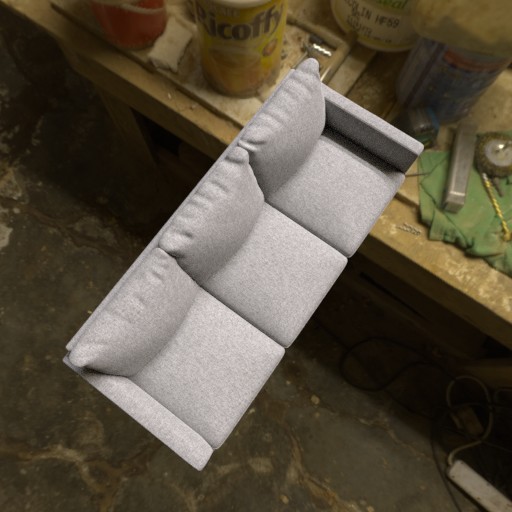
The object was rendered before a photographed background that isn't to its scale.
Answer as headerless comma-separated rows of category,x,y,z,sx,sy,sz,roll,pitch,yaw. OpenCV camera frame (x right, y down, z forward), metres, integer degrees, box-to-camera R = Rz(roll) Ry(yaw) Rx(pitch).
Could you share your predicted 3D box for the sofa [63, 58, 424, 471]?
sofa,0.000,0.000,2.395,0.850,0.830,2.000,35,78,8
